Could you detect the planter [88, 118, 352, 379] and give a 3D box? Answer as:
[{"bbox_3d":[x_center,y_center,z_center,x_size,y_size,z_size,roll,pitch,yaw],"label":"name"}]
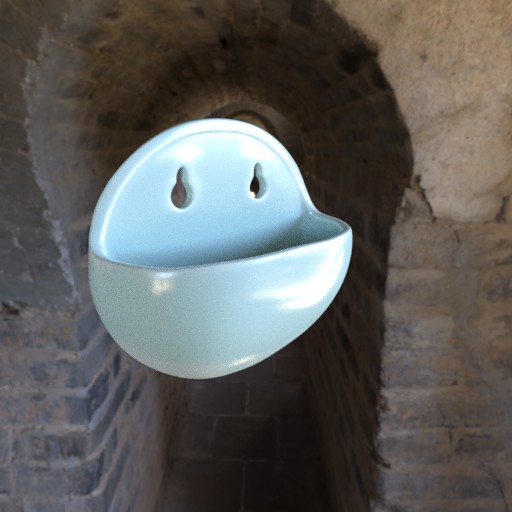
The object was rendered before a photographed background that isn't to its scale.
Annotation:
[{"bbox_3d":[0.000,0.000,0.272,0.073,0.164,0.189,14,20,43],"label":"planter"}]
